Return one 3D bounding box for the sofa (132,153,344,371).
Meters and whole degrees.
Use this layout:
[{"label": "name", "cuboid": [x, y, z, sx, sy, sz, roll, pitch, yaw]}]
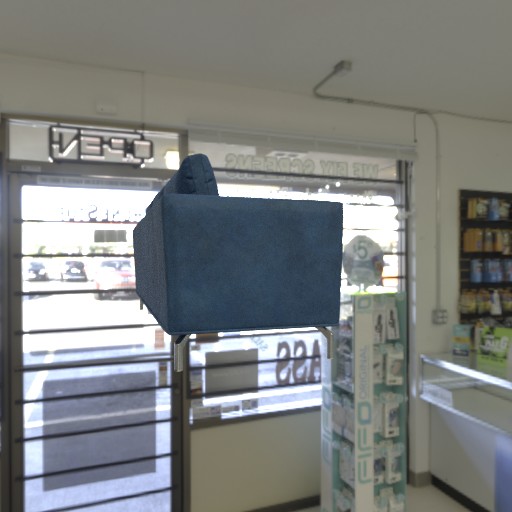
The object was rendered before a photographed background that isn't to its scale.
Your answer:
[{"label": "sofa", "cuboid": [0.000, 0.000, 3.219, 1.622, 0.987, 2.438, 0, 0, -18]}]
